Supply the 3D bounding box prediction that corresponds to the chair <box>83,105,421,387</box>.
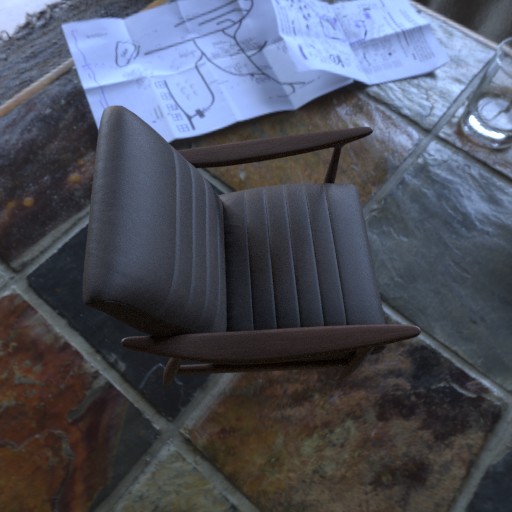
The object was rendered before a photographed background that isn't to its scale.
[{"bbox_3d":[0.000,0.000,1.427,0.798,0.831,0.741,-3,64,-2],"label":"chair"}]
